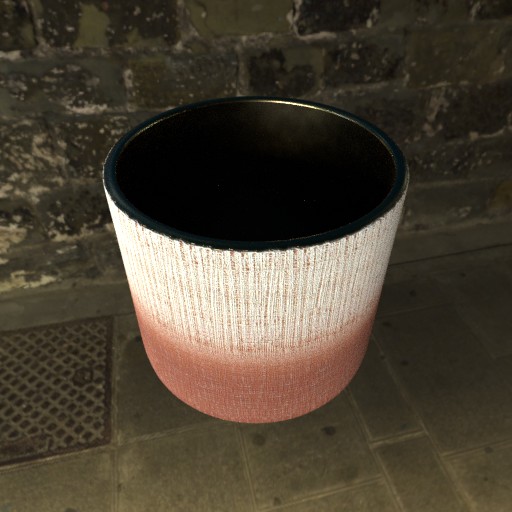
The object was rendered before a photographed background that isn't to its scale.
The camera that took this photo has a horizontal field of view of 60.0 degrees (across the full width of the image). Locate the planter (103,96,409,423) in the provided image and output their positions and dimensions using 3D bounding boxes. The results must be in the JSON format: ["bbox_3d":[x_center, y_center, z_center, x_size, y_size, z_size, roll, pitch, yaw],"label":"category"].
[{"bbox_3d":[0.000,0.000,0.388,0.221,0.201,0.221,0,42,0],"label":"planter"}]
